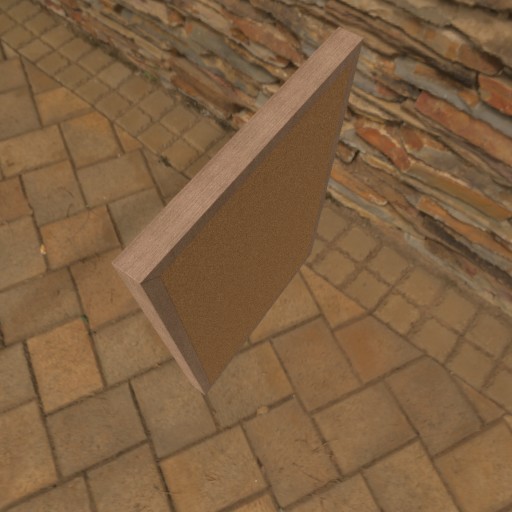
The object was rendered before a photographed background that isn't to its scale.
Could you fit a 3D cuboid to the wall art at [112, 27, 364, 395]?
[{"bbox_3d":[0.000,0.000,0.643,0.031,0.509,0.356,33,68,15],"label":"wall art"}]
